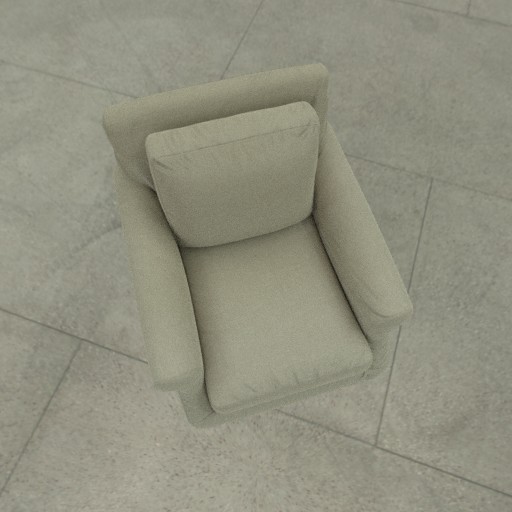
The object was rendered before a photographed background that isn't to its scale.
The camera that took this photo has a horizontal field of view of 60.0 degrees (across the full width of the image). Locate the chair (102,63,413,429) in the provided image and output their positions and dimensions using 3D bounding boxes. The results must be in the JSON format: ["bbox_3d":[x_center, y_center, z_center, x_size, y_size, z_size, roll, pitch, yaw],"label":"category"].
[{"bbox_3d":[0.000,0.000,1.724,0.940,0.866,1.066,-14,65,-7],"label":"chair"}]
